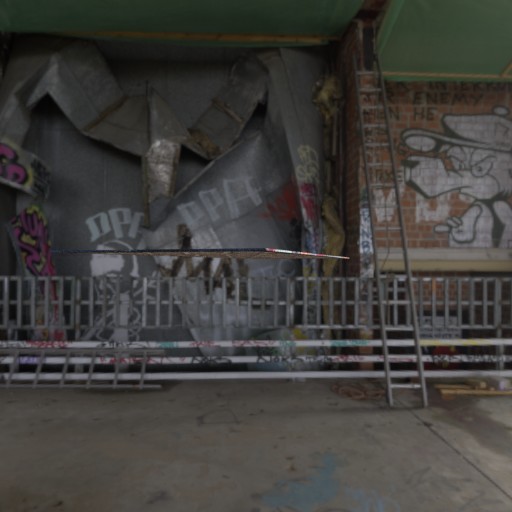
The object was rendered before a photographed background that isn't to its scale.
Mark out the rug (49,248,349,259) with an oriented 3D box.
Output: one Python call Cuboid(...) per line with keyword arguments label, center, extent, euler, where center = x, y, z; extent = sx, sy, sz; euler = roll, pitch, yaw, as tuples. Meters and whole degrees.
Cuboid(label="rug", center=(0.000, 0.000, 2.605), extent=(0.832, 0.008, 2.362), euler=(0, -1, 18))
